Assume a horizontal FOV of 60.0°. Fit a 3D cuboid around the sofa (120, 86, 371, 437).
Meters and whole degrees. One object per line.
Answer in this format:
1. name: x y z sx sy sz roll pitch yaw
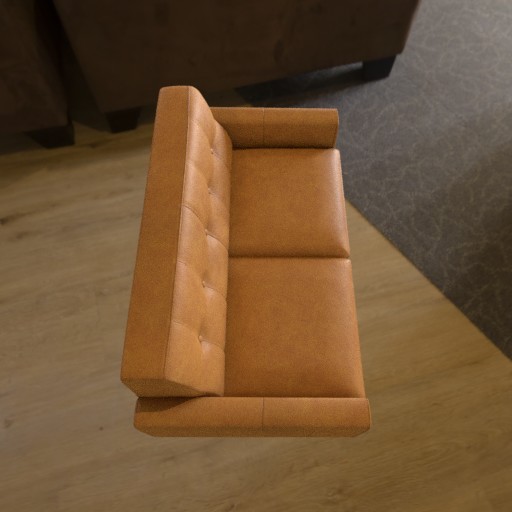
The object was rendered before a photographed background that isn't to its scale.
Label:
1. sofa: 0.000 0.000 2.207 0.952 0.925 1.651 0 63 0
